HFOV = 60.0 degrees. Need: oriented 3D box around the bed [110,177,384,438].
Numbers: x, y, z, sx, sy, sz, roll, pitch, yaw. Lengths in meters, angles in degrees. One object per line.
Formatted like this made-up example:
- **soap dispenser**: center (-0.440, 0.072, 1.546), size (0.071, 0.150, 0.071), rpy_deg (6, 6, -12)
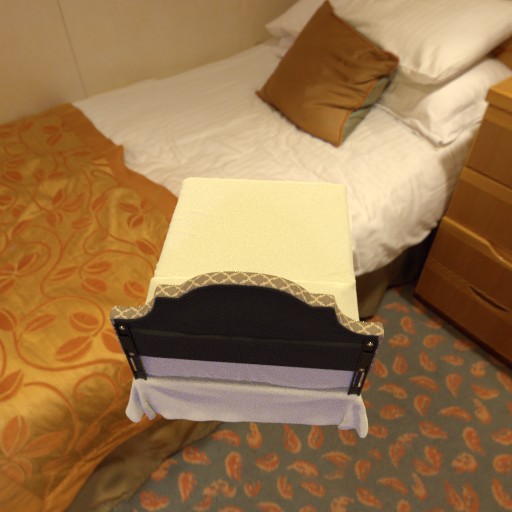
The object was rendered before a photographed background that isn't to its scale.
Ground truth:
- **bed**: center (0.000, 0.000, 3.500), size (1.780, 1.633, 2.222), rpy_deg (3, 46, 3)
